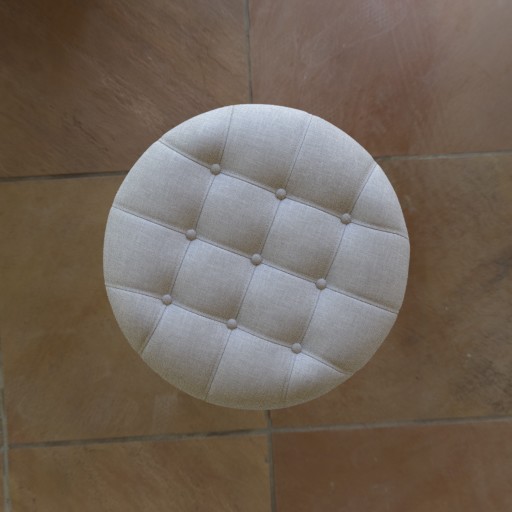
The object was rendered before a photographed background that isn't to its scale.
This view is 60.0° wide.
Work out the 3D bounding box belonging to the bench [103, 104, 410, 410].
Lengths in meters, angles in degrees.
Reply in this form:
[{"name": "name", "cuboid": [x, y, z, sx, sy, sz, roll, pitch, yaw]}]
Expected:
[{"name": "bench", "cuboid": [0.000, 0.000, 1.022, 0.600, 0.453, 0.600, 0, 92, 0]}]
